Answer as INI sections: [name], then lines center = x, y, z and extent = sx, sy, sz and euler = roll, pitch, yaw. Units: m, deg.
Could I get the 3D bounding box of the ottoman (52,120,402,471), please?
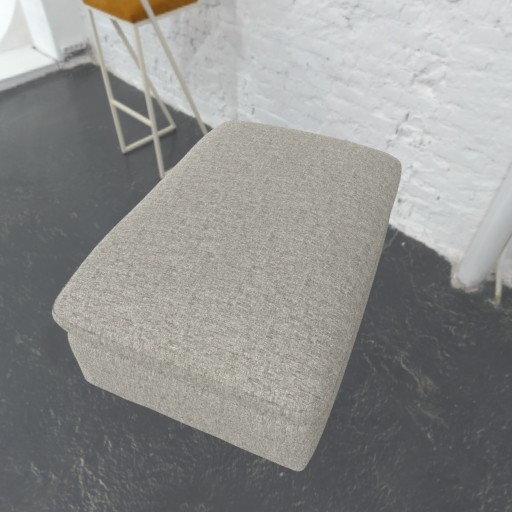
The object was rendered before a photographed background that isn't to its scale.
[ottoman]
center = 0.000, 0.000, 1.335
extent = 0.694, 0.451, 0.977
euler = 17, 48, 16
